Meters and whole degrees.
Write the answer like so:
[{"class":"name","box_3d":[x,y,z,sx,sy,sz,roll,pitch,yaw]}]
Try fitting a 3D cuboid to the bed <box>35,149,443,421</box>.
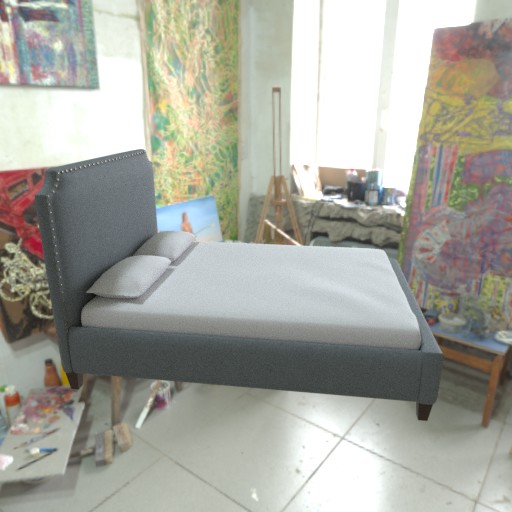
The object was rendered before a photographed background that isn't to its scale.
[{"class":"bed","box_3d":[0.000,0.000,3.341,2.372,1.443,1.712,3,19,8]}]
